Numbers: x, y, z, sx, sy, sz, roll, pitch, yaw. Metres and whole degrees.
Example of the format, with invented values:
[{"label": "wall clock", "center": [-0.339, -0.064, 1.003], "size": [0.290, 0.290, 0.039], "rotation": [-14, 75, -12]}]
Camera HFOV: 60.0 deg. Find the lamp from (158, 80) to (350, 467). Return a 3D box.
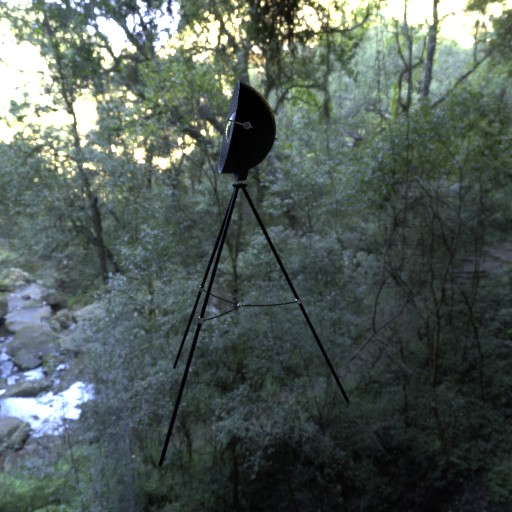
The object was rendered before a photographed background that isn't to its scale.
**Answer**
[{"label": "lamp", "center": [0.000, 0.000, 2.049], "size": [0.920, 1.512, 0.817], "rotation": [-2, 15, -9]}]
